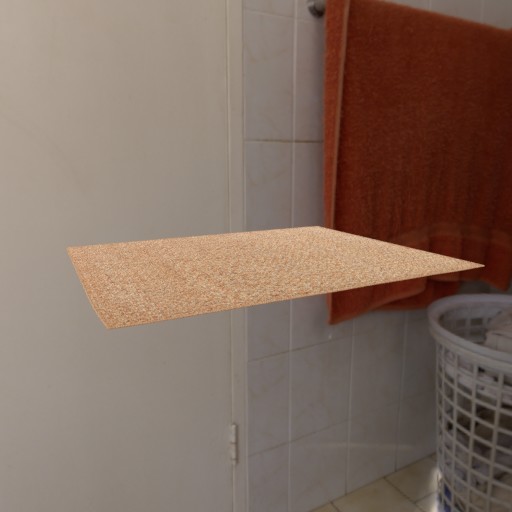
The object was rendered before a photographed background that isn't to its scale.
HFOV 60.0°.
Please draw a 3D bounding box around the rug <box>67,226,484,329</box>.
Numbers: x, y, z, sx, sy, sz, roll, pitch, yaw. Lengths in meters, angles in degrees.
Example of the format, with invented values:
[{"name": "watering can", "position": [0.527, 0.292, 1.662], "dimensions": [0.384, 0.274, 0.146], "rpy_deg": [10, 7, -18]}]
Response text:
[{"name": "rug", "position": [0.000, 0.000, 4.046], "dimensions": [3.048, 0.013, 2.439], "rpy_deg": [-6, 14, -27]}]
